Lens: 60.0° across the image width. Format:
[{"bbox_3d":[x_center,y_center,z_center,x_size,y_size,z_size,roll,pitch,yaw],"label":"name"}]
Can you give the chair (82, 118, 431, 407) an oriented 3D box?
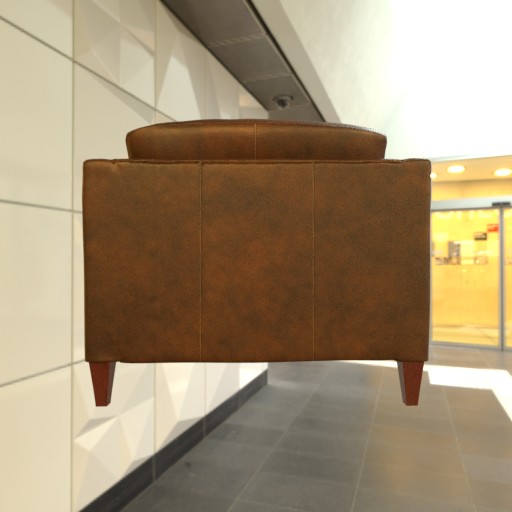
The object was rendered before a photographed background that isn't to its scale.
[{"bbox_3d":[0.000,0.000,1.725,0.990,0.864,0.975,0,-1,0],"label":"chair"}]
